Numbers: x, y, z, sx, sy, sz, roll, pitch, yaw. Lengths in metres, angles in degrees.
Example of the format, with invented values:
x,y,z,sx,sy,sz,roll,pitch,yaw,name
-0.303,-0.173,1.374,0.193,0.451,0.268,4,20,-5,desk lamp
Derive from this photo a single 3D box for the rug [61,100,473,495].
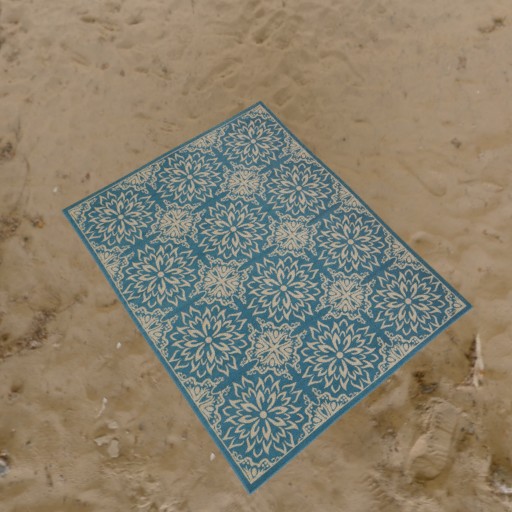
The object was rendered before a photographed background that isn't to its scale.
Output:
x,y,z,sx,sy,sz,roll,pitch,yaw,name
0.000,0.000,3.940,2.350,0.018,2.964,-34,68,-16,rug
